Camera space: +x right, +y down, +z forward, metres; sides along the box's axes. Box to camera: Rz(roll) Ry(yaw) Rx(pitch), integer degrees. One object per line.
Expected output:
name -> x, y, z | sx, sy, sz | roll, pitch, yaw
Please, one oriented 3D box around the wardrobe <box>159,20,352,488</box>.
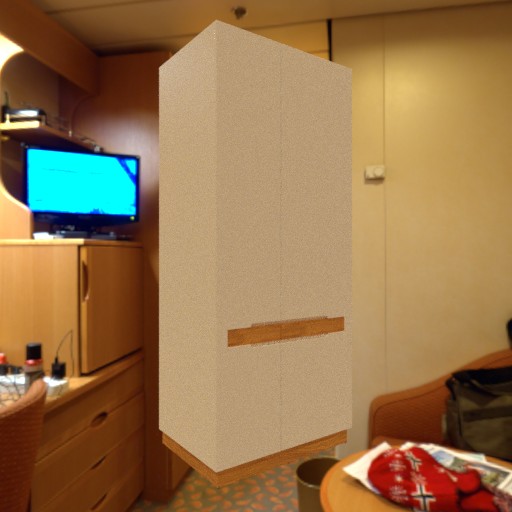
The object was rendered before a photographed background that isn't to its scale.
wardrobe -> 0.000, 0.000, 2.409 | 0.860, 2.040, 0.600 | 0, 0, -36
